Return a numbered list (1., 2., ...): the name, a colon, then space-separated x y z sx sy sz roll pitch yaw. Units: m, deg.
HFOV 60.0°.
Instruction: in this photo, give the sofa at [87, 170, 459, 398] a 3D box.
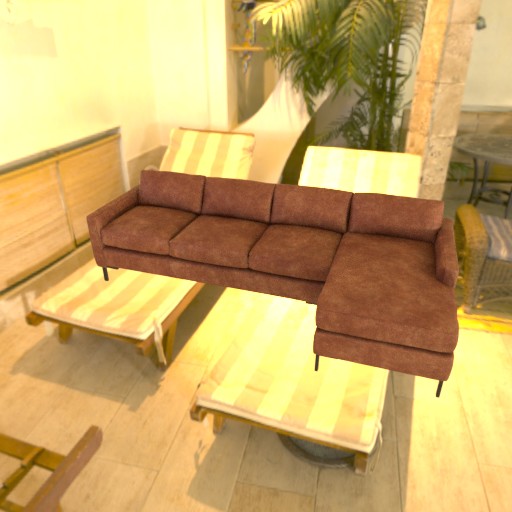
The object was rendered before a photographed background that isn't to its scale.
1. sofa: 0.000 0.000 3.600 2.993 0.859 1.471 9 29 16
